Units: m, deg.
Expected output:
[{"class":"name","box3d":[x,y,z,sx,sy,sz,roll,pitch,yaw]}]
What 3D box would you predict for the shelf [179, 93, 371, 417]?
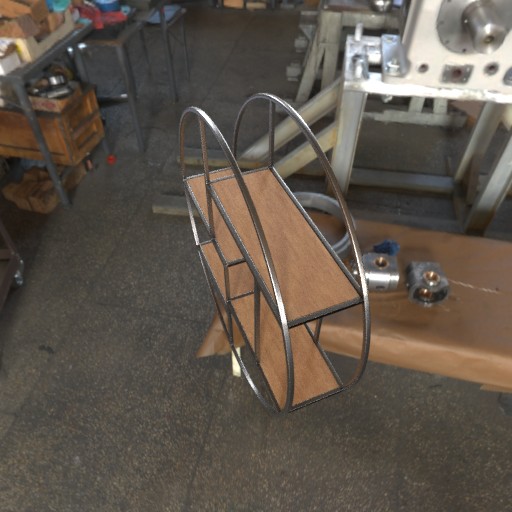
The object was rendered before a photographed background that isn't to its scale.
[{"class":"shelf","box3d":[0.000,0.000,1.316,0.202,0.888,0.888,-17,49,-15]}]
